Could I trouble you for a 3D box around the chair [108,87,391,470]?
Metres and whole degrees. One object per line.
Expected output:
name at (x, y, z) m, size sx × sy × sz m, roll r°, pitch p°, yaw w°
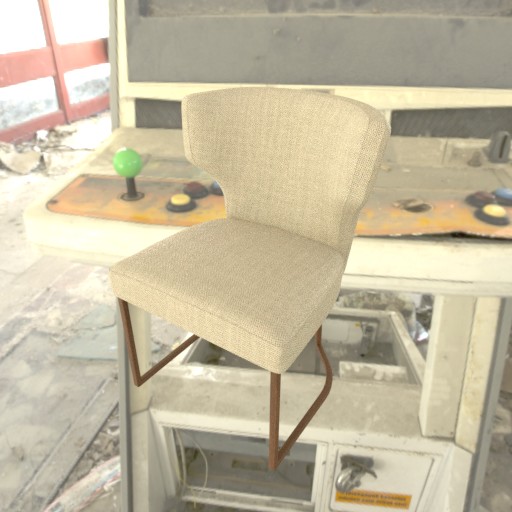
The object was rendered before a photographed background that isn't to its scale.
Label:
chair at (0.000, 0.000, 1.260) m, size 0.611 × 0.824 × 0.617 m, roll 19°, pitch 35°, yaw 29°
